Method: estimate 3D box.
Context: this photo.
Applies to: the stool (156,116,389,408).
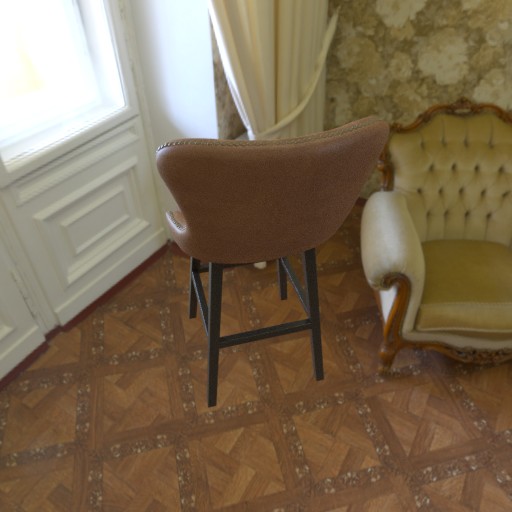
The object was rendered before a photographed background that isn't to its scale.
[{"bbox_3d":[0.000,0.000,1.400,0.528,1.050,0.601,-10,41,-12],"label":"stool"}]
